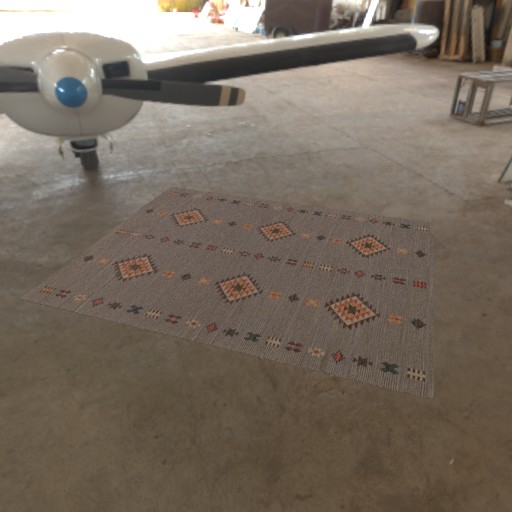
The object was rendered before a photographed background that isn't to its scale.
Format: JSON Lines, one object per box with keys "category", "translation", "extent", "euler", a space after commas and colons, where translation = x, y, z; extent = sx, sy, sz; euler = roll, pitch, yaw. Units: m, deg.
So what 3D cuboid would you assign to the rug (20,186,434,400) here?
{"category": "rug", "translation": [0.000, 0.000, 3.997], "extent": [3.035, 0.008, 2.425], "euler": [10, 32, 16]}
